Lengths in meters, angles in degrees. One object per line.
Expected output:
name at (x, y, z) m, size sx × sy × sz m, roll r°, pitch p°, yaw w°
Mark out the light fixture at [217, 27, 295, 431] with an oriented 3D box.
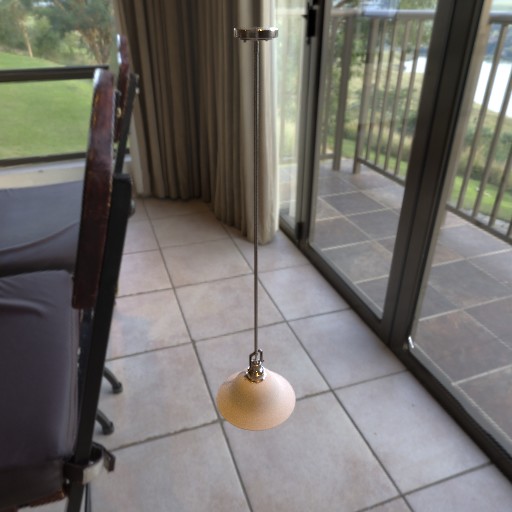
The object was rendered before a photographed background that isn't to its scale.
light fixture at (0.000, 0.000, 1.480) m, size 0.324 × 1.354 × 0.324 m, roll -22°, pitch 37°, yaw -32°
